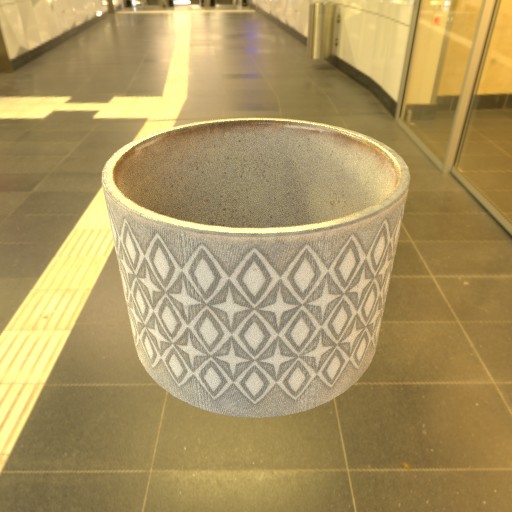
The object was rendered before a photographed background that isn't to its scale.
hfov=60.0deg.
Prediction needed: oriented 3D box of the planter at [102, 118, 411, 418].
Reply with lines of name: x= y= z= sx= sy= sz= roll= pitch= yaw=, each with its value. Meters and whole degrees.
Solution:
planter: x=0.000 y=0.000 z=0.316 sx=0.186 sy=0.144 sz=0.186 roll=0 pitch=33 yaw=0
